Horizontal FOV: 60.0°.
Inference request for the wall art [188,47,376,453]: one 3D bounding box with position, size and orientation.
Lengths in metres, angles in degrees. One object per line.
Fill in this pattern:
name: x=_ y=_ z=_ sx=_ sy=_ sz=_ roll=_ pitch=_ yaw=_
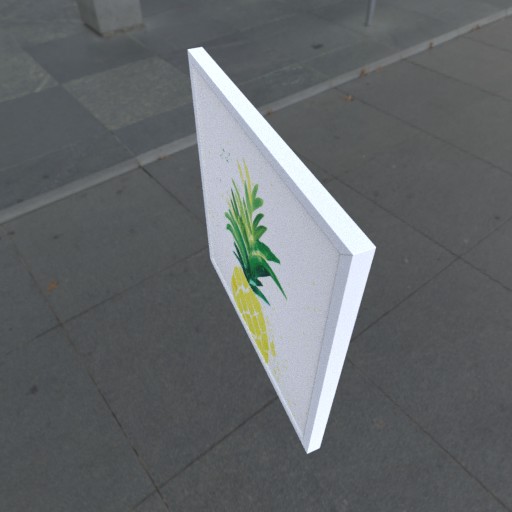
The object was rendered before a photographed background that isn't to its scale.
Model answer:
wall art: x=0.000 y=0.000 z=1.136 sx=0.038 sy=0.761 sz=0.763 roll=-18 pitch=49 yaw=-16
